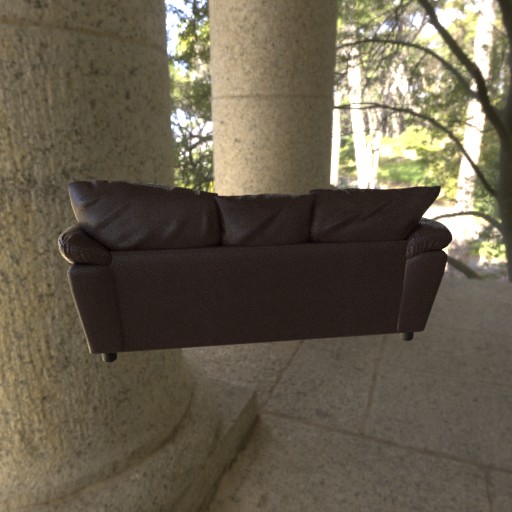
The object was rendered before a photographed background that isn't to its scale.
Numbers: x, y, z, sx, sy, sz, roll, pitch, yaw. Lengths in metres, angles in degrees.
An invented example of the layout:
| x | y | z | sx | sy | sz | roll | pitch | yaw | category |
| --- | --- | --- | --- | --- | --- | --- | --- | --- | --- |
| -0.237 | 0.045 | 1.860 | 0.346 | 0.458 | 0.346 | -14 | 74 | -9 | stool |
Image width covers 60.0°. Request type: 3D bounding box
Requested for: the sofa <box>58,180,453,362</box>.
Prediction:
| x | y | z | sx | sy | sz | roll | pitch | yaw | category |
| --- | --- | --- | --- | --- | --- | --- | --- | --- | --- |
| 0.000 | 0.000 | 2.958 | 2.390 | 1.091 | 0.907 | -2 | 16 | -8 | sofa |
